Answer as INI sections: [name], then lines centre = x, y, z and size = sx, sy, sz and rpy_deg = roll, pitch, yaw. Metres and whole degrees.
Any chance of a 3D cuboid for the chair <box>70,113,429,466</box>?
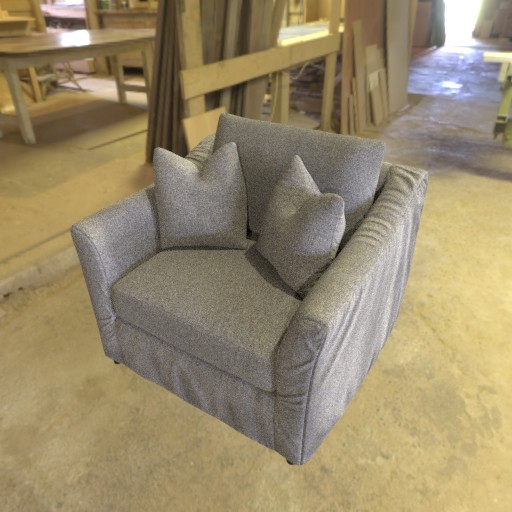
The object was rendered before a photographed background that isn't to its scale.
[chair]
centre = 0.000, 0.000, 2.046
size = 1.194, 1.059, 1.071
rpy_deg = 19, 36, 28
